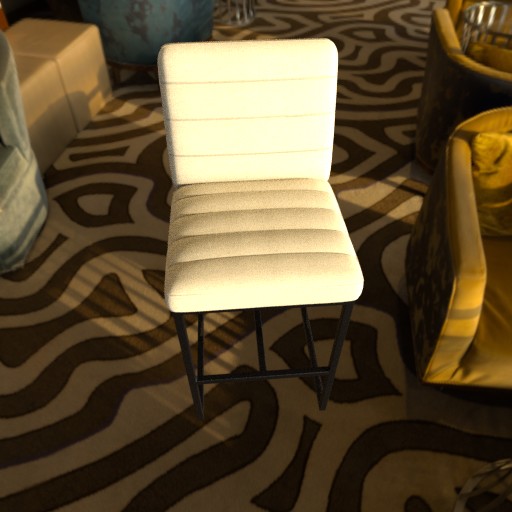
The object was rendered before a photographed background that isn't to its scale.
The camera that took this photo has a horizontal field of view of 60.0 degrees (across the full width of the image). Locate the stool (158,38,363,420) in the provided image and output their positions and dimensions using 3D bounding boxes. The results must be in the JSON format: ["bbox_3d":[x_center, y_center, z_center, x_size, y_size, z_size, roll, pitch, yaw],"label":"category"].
[{"bbox_3d":[0.000,0.000,1.307,0.460,1.040,0.560,-3,46,-3],"label":"stool"}]
